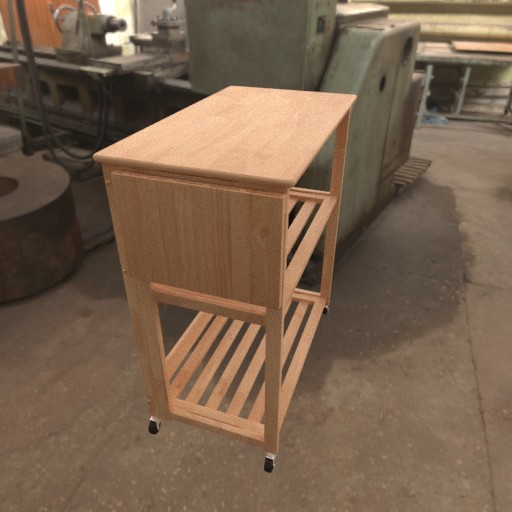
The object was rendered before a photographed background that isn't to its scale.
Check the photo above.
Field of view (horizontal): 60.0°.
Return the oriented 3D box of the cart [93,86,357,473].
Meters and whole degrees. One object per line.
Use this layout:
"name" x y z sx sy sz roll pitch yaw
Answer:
"cart" 0.000 0.000 1.409 0.432 0.879 0.853 11 33 17
